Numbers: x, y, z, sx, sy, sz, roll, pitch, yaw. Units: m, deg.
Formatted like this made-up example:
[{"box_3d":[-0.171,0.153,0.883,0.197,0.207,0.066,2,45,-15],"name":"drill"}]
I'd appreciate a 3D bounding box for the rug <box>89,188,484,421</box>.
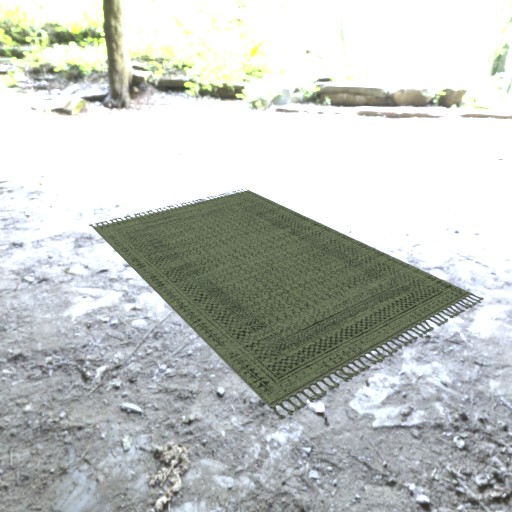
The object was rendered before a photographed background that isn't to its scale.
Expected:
[{"box_3d":[0.000,0.000,3.084,1.548,0.013,2.486,-19,33,-31],"name":"rug"}]
